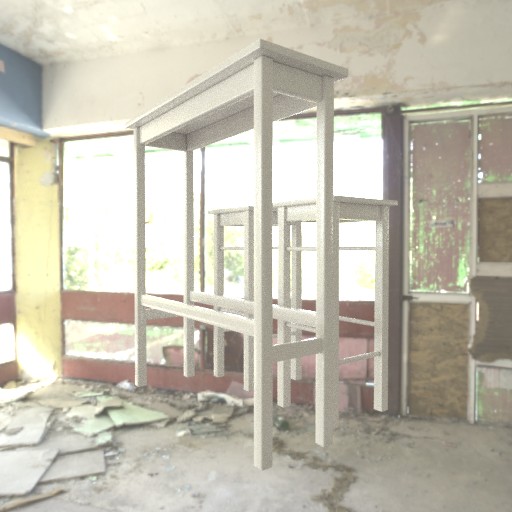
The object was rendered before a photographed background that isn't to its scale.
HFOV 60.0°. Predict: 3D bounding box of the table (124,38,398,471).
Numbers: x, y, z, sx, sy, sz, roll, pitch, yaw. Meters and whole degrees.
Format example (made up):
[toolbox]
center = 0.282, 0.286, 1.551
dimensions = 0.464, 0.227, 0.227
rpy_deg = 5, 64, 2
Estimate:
[table]
center = 0.000, 0.000, 1.629
dimensions = 0.650, 1.065, 0.915
rpy_deg = -1, 2, -36
